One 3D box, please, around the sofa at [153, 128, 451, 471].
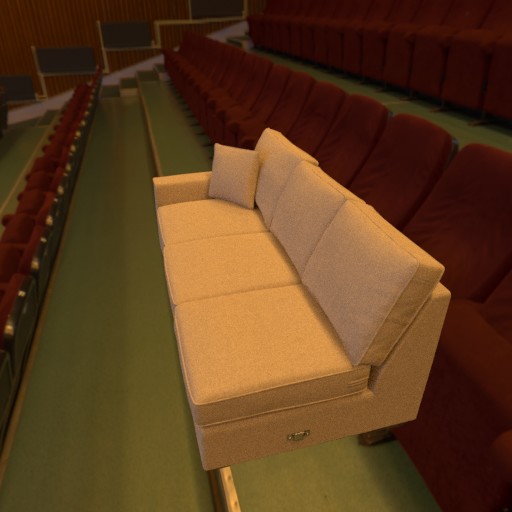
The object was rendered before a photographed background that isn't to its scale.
[{"bbox_3d":[0.000,0.000,2.515,1.034,0.946,1.962,-8,31,-13],"label":"sofa"}]
